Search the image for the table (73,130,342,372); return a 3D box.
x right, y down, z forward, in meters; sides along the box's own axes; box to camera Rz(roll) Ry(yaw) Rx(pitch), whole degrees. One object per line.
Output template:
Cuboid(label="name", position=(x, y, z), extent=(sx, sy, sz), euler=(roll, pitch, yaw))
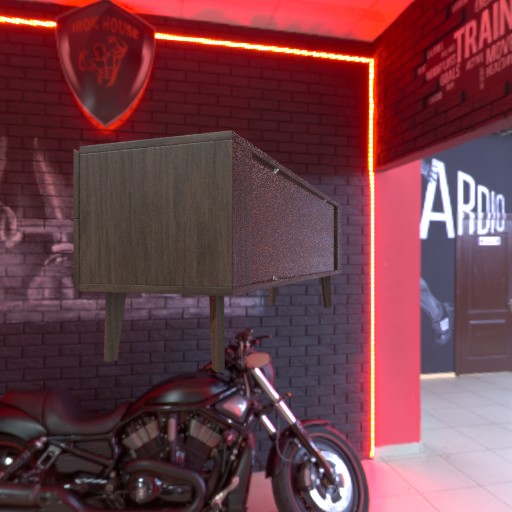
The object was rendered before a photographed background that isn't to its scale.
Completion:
Cuboid(label="table", position=(0.000, 0.000, 1.627), extent=(0.405, 0.508, 1.397), euler=(0, 0, 20))
